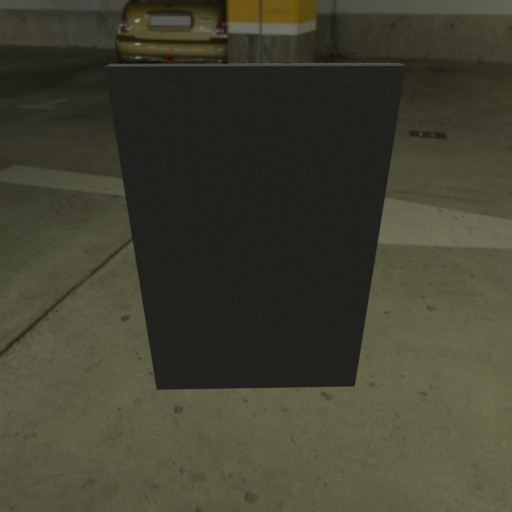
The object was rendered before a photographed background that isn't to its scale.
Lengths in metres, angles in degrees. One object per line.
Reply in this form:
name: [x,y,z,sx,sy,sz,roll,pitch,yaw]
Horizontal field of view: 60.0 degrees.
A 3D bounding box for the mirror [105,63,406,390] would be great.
mirror: [0.000,0.000,1.142,0.606,0.912,0.044,-1,31,-1]
